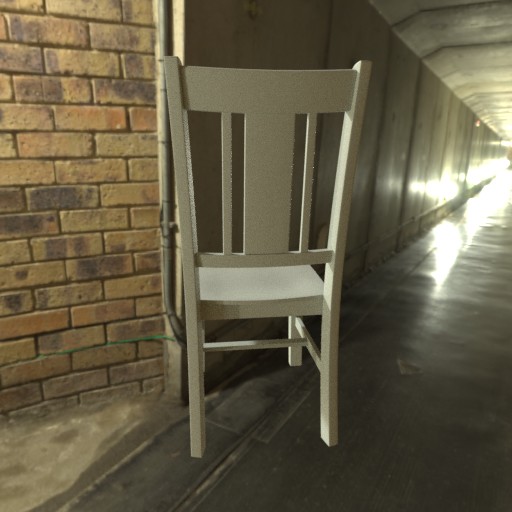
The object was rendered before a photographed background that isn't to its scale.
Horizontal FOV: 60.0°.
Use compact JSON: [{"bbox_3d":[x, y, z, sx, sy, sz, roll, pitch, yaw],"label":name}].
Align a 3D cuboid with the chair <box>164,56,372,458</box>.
[{"bbox_3d":[0.000,0.000,1.312,0.450,0.998,0.555,-2,15,-7],"label":"chair"}]
